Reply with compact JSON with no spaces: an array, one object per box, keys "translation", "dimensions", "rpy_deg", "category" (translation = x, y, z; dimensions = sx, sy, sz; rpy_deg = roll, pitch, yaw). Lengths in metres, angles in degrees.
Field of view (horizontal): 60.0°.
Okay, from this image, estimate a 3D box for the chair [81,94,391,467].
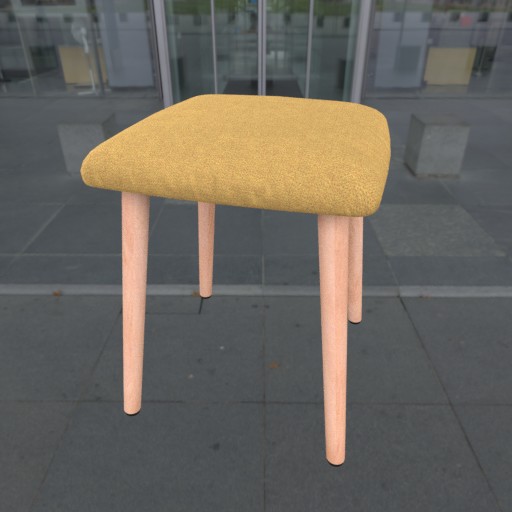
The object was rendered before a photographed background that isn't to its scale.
[{"translation":[0.000,0.000,0.685],"dimensions":[0.350,0.440,0.350],"rpy_deg":[8,32,13],"category":"chair"}]
